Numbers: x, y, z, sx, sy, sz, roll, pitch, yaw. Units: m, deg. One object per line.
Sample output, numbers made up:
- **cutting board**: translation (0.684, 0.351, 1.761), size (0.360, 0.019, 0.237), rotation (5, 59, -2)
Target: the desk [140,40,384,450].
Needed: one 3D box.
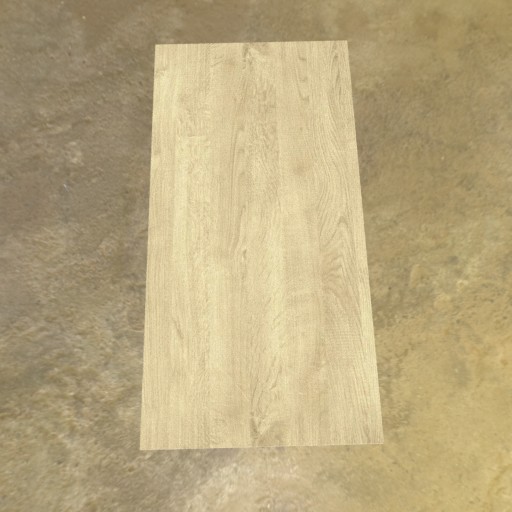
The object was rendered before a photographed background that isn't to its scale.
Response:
- **desk**: translation (0.000, 0.000, 1.510), size (0.560, 0.735, 1.097), rotation (-1, 75, 0)
